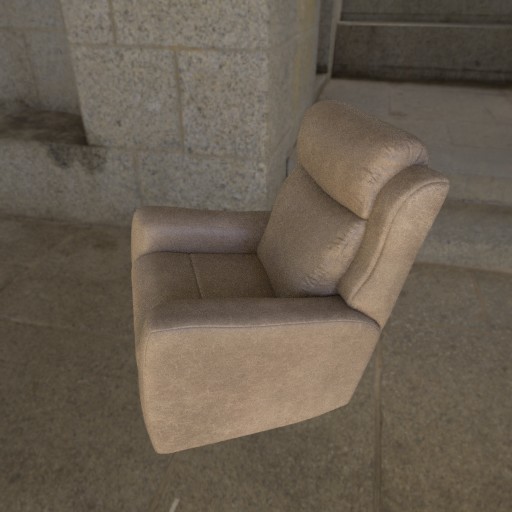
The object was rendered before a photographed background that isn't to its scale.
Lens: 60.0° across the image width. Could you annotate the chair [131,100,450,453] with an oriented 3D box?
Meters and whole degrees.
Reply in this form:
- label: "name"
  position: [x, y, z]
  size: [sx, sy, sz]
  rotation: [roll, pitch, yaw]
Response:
- label: "chair"
  position: [0.000, 0.000, 1.860]
  size: [1.068, 1.116, 0.967]
  rotation: [-8, 32, -13]
